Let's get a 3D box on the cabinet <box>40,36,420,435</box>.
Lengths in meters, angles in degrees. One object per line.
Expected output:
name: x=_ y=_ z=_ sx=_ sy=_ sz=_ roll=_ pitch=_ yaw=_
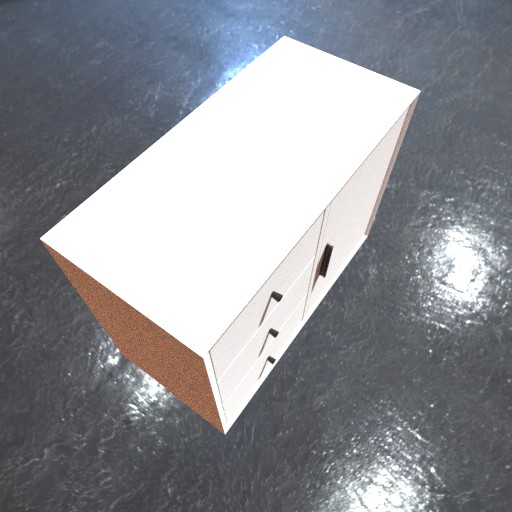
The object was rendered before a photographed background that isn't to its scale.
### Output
cabinet: x=0.000 y=0.000 z=1.241 sx=0.398 sy=0.761 sz=0.800 roll=31 pitch=62 yaw=19
